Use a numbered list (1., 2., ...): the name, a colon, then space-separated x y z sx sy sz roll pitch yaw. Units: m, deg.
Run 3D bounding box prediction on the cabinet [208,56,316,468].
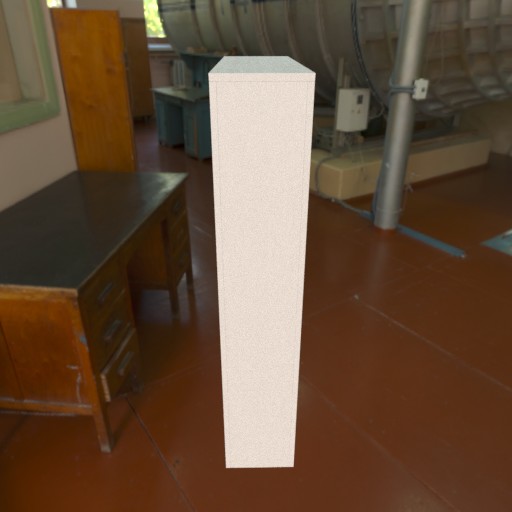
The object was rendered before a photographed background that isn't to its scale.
1. cabinet: 0.000 0.000 1.598 0.250 1.280 0.750 0 27 -1
